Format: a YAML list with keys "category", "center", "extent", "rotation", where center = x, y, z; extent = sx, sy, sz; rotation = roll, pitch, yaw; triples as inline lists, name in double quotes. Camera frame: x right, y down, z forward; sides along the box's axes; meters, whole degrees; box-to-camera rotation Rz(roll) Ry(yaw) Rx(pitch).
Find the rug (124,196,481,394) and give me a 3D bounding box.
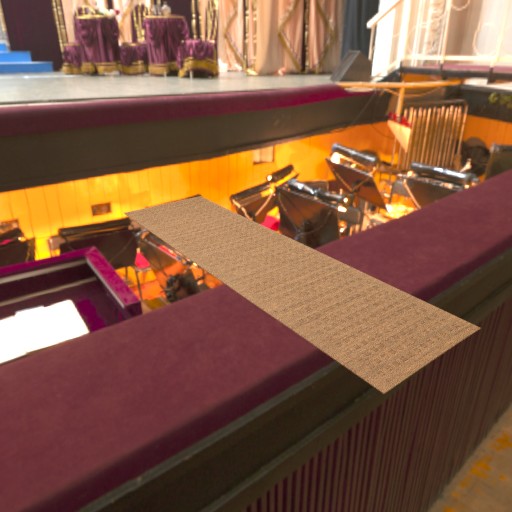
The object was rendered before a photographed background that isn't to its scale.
- category: "rug"
  center: [0.000, 0.000, 2.683]
  extent: [0.688, 0.005, 2.437]
  rotation: [-18, 31, -33]
